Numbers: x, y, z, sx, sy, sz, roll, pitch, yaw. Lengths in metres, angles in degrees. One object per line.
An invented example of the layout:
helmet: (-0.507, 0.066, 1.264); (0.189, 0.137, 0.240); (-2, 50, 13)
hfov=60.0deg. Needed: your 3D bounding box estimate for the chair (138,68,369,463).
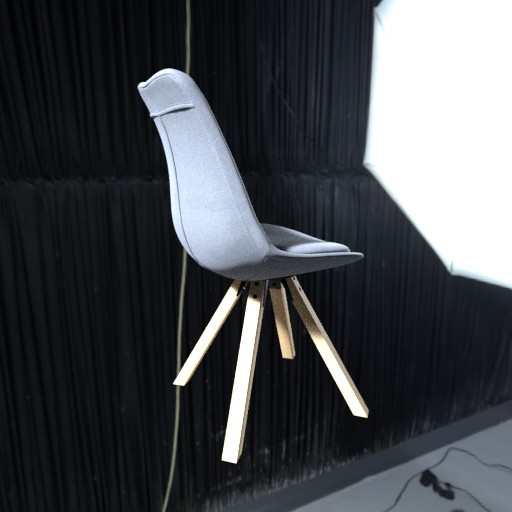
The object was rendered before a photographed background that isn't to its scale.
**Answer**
chair: (0.000, 0.000, 1.186); (0.549, 0.863, 0.474); (-6, 15, -26)
